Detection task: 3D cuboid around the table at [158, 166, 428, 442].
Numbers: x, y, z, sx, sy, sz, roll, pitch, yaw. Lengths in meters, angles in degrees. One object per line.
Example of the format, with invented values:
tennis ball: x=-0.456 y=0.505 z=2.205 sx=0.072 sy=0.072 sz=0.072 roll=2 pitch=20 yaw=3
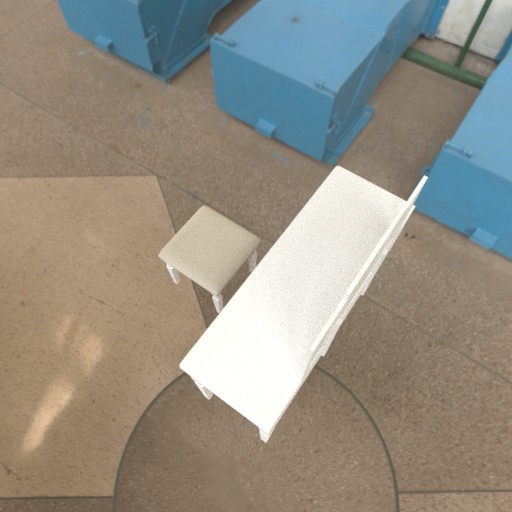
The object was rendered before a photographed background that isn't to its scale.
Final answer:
table: x=0.000 y=0.000 z=2.303 sx=1.115 sy=1.310 sz=1.369 roll=32 pitch=67 yaw=16
